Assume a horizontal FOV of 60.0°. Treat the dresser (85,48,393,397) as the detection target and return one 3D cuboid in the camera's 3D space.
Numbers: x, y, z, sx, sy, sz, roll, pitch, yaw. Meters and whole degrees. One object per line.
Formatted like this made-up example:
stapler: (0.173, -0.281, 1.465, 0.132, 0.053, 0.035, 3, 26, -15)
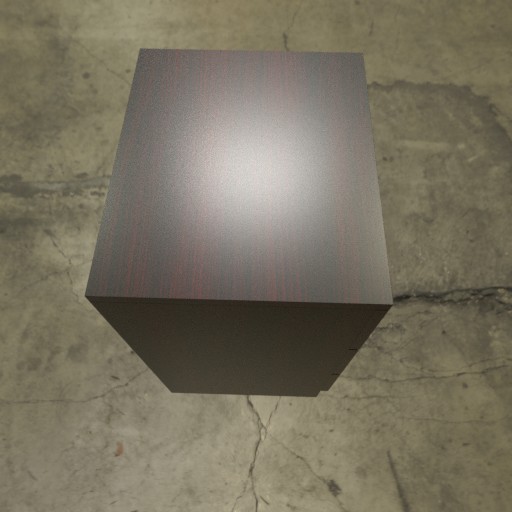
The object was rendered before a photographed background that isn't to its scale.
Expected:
dresser: (0.000, 0.000, 0.818, 0.360, 0.560, 0.400, 2, 63, 1)
